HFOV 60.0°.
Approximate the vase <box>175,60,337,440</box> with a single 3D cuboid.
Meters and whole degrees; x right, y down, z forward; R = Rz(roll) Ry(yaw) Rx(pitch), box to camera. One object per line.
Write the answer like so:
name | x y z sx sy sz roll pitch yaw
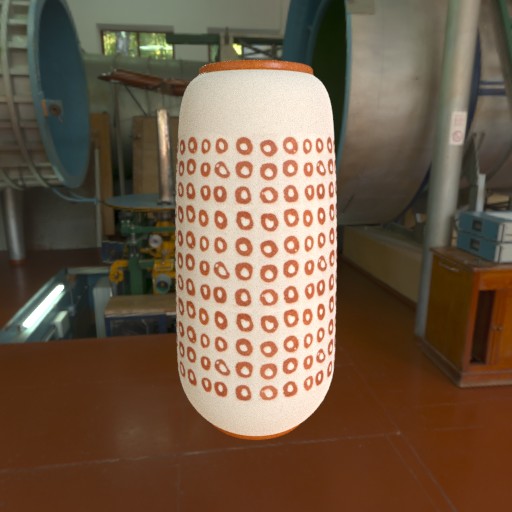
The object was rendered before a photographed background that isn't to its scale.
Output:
vase | 0.000 0.000 0.359 0.133 0.282 0.133 0 15 0
